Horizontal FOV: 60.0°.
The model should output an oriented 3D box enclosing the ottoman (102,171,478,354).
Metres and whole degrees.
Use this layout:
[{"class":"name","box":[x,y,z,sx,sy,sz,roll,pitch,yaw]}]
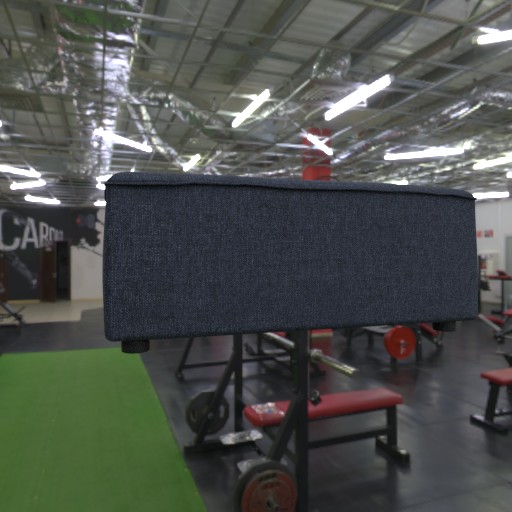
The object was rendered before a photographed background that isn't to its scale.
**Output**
[{"class":"ottoman","box":[0.000,0.000,1.559,1.017,0.423,1.023,0,1,-18]}]
